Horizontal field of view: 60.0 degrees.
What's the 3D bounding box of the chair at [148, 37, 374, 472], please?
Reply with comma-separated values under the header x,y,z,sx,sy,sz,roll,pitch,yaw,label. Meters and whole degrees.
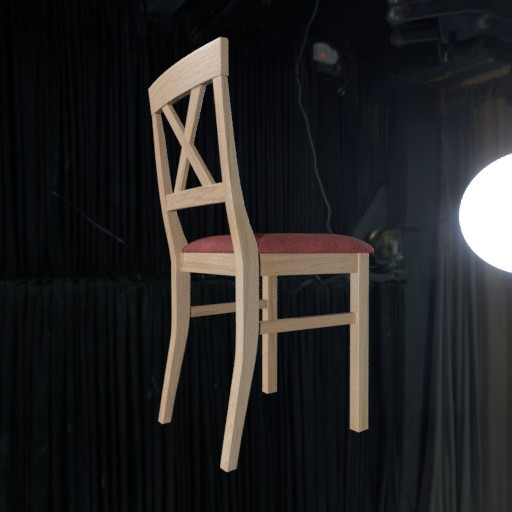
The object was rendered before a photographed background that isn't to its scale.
x,y,z,sx,sy,sz,roll,pitch,yaw,label
0.000,0.000,1.204,0.492,0.912,0.439,-1,1,-36,chair
